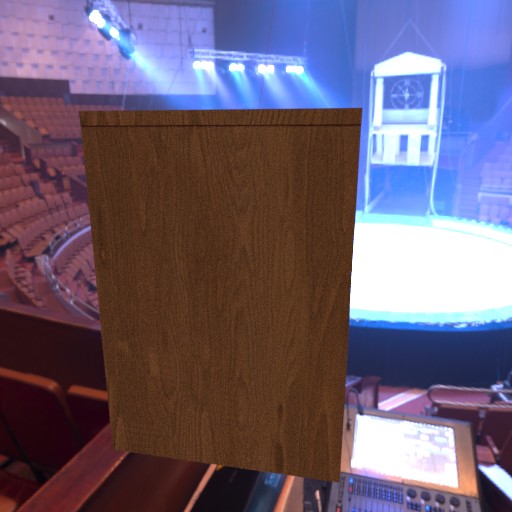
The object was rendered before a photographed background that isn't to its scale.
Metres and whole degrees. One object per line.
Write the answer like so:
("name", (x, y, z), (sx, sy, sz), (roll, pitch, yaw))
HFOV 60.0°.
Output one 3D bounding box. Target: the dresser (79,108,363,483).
("dresser", (0.000, 0.000, 1.280), (0.529, 0.762, 0.809), (3, 16, 11))
